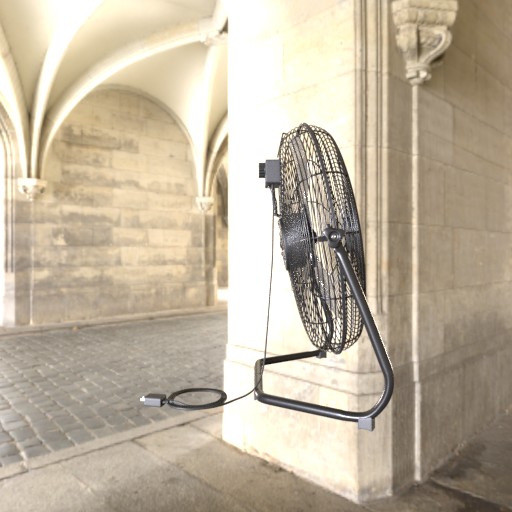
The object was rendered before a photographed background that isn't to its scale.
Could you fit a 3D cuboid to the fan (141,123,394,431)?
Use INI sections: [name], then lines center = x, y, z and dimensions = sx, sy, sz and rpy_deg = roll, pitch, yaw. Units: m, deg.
[fan]
center = 0.000, 0.000, 1.043
dimensions = 0.470, 0.605, 0.595
rpy_deg = 0, 0, 0
